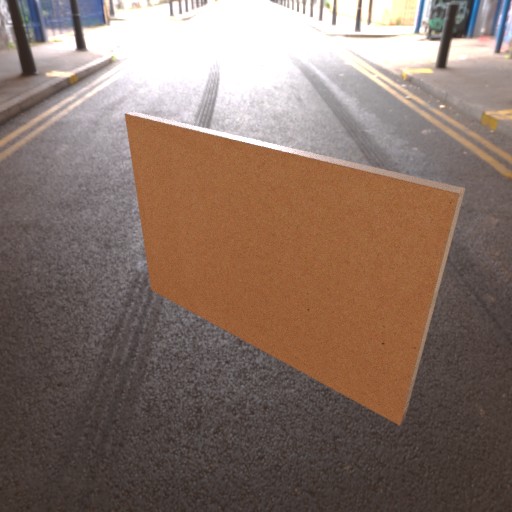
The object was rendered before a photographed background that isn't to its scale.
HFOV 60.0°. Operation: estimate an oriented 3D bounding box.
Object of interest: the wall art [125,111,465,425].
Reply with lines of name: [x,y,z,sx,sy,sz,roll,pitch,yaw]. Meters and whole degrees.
wall art: [0.000,0.000,0.787,0.615,0.410,0.021,22,38,32]
